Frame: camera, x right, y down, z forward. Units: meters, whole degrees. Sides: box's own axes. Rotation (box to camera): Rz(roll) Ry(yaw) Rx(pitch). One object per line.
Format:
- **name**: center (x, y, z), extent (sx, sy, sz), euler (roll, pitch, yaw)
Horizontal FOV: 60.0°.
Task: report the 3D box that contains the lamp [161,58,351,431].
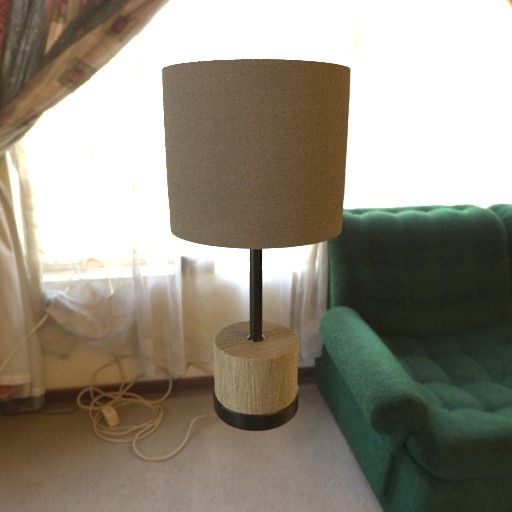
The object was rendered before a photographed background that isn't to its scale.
- **lamp**: center (0.000, 0.000, 0.608), extent (0.229, 0.470, 0.229), euler (-8, 18, -25)
